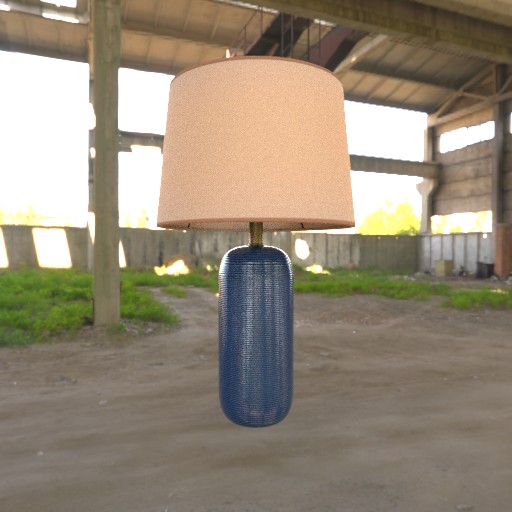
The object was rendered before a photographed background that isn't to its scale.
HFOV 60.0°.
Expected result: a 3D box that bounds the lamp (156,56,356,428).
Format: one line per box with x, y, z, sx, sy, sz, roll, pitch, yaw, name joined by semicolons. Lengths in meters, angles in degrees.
0.000;0.000;0.833;0.367;0.609;0.367;0;1;0;lamp
